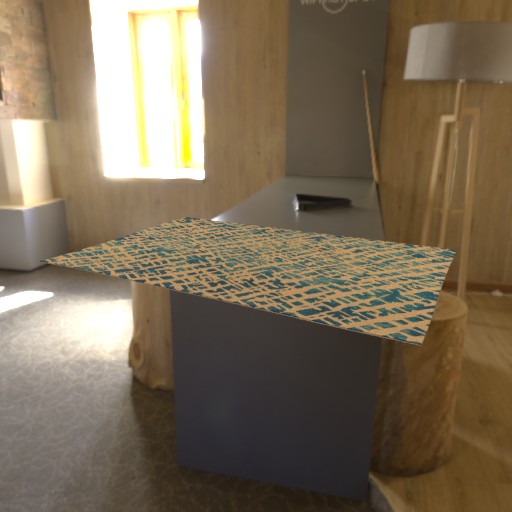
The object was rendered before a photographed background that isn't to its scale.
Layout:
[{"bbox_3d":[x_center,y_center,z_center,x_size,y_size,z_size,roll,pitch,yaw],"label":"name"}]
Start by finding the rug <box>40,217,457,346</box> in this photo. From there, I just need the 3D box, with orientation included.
[{"bbox_3d":[0.000,0.000,2.315,1.830,0.011,1.209,9,19,27],"label":"rug"}]
